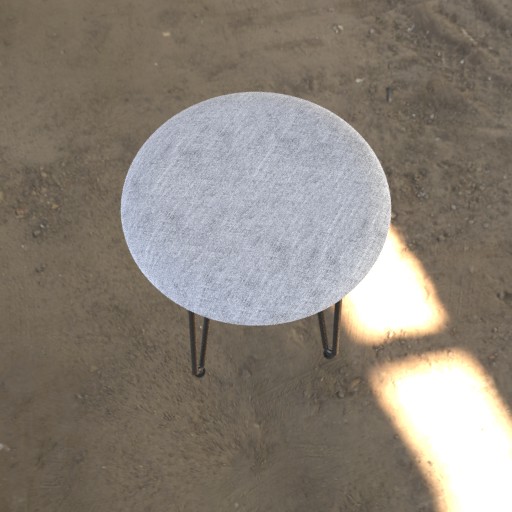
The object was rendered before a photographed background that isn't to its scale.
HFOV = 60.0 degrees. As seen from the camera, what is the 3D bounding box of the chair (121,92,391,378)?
[{"bbox_3d":[0.000,0.000,0.655,0.350,0.386,0.350,34,69,15],"label":"chair"}]
